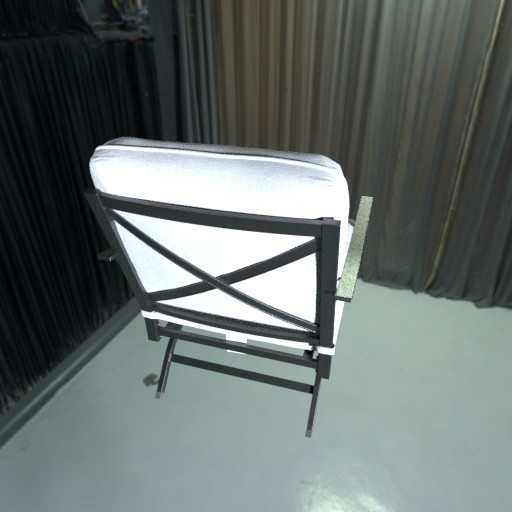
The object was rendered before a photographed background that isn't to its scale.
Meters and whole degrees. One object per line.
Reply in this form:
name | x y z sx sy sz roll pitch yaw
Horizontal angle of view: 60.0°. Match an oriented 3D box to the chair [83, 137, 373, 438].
chair | 0.000 0.000 1.405 0.650 0.860 0.787 9 31 15
